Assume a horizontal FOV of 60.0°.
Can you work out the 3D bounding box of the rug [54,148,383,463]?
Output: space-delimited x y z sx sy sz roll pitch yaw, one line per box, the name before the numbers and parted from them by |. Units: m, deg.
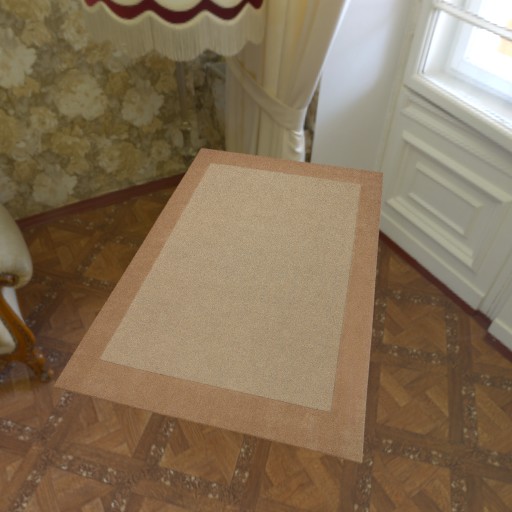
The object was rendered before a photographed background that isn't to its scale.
rug | 0.000 0.000 2.292 1.219 0.014 1.829 10 46 10
